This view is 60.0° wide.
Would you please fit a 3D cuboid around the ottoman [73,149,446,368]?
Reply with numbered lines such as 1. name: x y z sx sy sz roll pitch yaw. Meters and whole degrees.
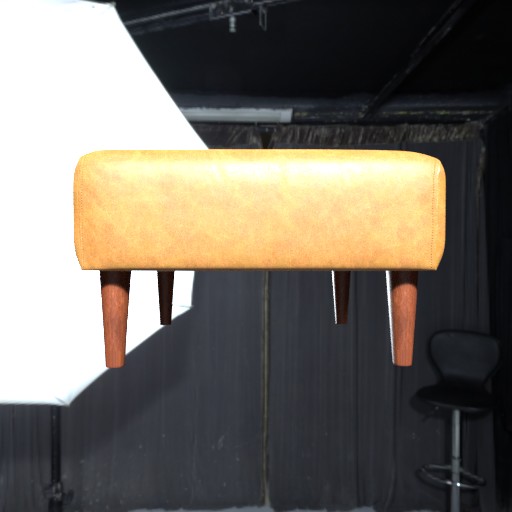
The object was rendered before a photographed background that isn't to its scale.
1. ottoman: 0.000 0.000 1.054 0.650 0.399 0.650 0 0 -1
